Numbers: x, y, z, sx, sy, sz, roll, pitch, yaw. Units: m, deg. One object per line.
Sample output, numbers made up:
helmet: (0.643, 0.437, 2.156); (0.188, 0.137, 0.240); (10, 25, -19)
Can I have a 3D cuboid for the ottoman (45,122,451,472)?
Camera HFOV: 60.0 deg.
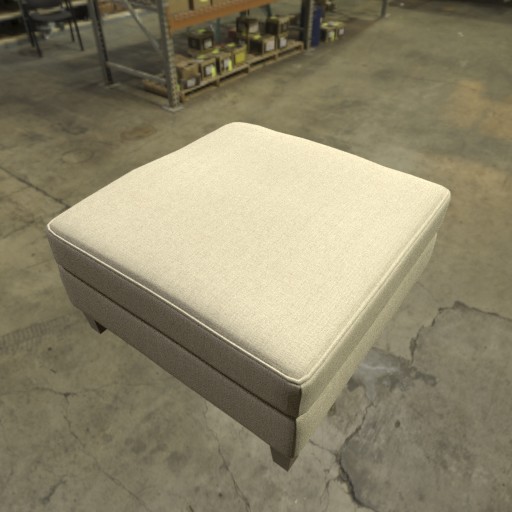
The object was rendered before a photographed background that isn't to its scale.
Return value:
ottoman: (0.000, 0.000, 1.342); (0.838, 0.478, 0.838); (26, 47, 27)
